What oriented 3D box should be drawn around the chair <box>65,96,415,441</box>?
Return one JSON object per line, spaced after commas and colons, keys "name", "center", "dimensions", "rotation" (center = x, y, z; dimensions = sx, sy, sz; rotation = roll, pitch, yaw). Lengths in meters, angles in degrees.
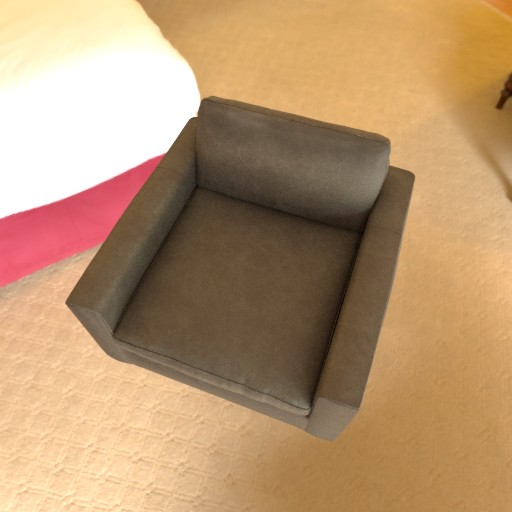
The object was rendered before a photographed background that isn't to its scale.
{"name": "chair", "center": [0.000, 0.000, 1.845], "dimensions": [1.106, 0.807, 1.080], "rotation": [17, 59, 11]}
